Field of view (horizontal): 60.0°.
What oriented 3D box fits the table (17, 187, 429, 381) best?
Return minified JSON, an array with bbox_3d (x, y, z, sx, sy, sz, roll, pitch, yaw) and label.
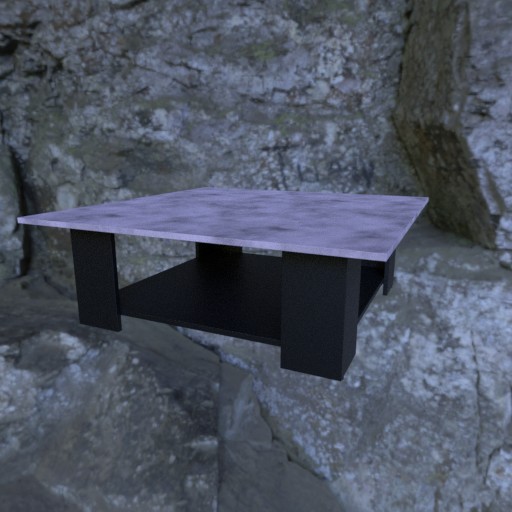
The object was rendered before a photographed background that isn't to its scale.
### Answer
[{"bbox_3d":[0.000,0.000,1.344,0.890,0.305,0.890,6,15,24],"label":"table"}]
